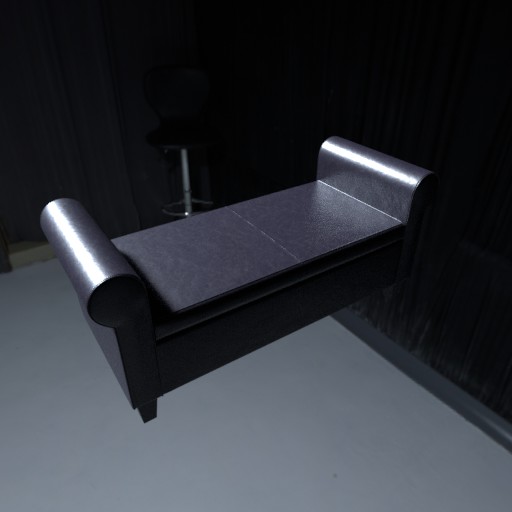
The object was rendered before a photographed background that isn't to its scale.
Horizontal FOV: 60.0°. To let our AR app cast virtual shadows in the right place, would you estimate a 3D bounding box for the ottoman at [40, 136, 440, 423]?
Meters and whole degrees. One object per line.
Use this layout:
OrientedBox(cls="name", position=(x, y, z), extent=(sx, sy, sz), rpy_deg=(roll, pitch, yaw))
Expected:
OrientedBox(cls="ottoman", position=(0.000, 0.000, 1.587), extent=(1.256, 0.547, 0.521), rpy_deg=(-20, 37, -28))
